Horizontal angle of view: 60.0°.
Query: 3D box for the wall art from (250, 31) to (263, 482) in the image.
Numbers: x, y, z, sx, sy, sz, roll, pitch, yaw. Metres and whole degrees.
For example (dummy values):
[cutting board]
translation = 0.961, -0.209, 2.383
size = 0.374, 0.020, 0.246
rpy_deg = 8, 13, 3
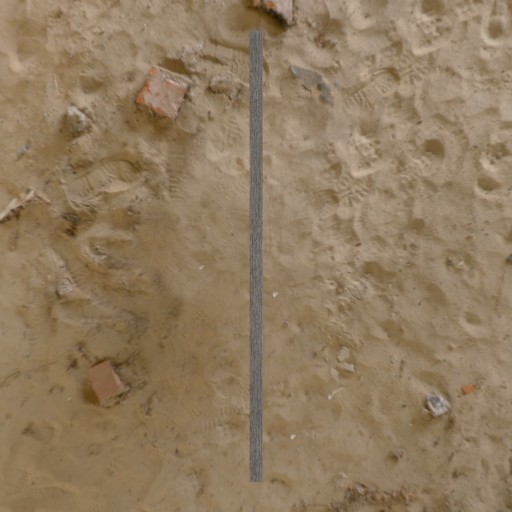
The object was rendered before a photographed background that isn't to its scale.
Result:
[wall art]
translation = 0.000, 0.000, 1.015
size = 0.020, 0.685, 0.685
rpy_deg = 0, 90, 0
